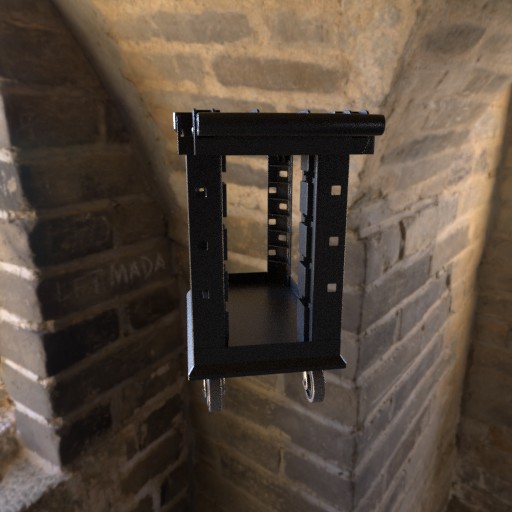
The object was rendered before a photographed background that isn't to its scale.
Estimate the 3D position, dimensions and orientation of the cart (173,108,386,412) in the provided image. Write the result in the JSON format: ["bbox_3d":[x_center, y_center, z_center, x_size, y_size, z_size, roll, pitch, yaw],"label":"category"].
[{"bbox_3d":[0.000,0.000,1.489,0.497,0.884,1.061,-2,14,-9],"label":"cart"}]
